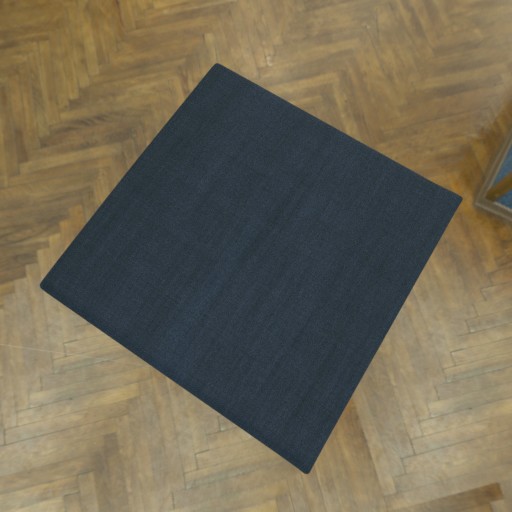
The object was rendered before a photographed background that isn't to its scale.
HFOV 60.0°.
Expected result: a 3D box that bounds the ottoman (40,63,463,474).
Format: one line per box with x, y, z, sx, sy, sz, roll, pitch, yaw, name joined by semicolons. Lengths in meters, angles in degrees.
0.000;0.000;1.415;0.889;0.411;0.890;32;77;9;ottoman
